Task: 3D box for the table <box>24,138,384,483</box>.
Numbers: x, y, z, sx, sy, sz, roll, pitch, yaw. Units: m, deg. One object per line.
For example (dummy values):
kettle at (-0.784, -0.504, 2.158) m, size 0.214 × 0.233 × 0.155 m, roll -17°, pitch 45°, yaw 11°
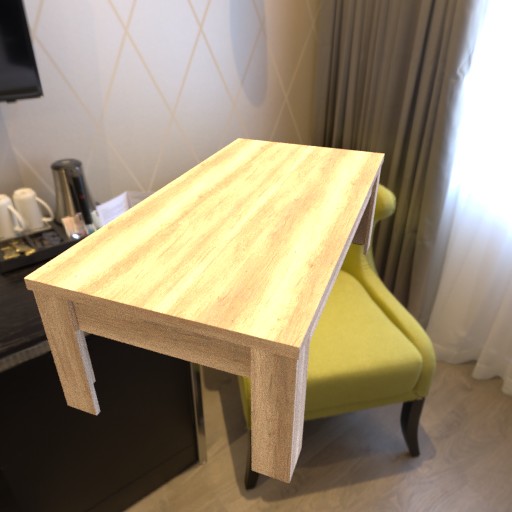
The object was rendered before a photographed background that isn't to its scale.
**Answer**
table at (0.000, 0.000, 1.637) m, size 0.700 × 0.460 × 1.350 m, roll 11°, pitch 32°, yaw 18°
